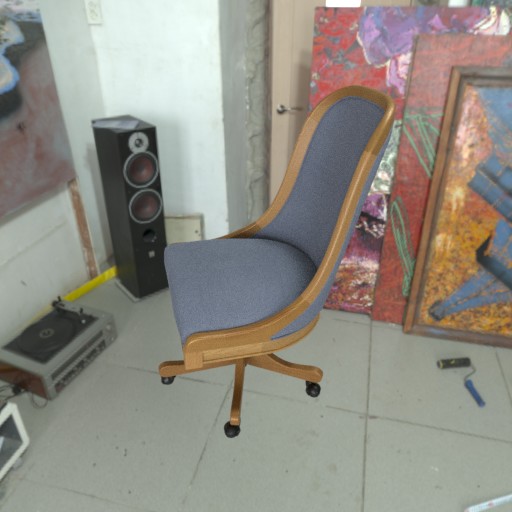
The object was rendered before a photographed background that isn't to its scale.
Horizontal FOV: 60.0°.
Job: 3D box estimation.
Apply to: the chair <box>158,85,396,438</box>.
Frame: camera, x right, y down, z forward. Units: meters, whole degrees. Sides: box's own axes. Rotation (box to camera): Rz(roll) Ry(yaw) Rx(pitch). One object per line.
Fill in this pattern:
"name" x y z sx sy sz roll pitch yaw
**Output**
"chair" 0.000 0.000 1.485 0.735 1.031 0.605 -8 31 -13
